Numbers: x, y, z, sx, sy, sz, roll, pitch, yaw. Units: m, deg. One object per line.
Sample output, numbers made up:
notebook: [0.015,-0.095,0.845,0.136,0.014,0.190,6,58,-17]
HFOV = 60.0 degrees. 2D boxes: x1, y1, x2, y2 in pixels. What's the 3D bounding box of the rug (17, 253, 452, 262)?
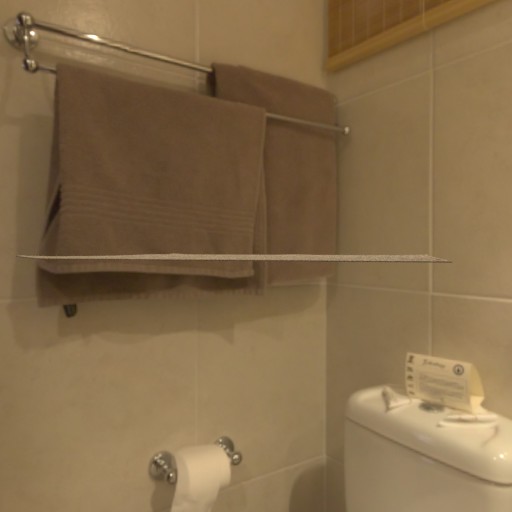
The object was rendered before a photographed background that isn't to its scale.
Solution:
rug: [0.000,0.000,3.861,2.925,0.026,2.343,0,1,19]
